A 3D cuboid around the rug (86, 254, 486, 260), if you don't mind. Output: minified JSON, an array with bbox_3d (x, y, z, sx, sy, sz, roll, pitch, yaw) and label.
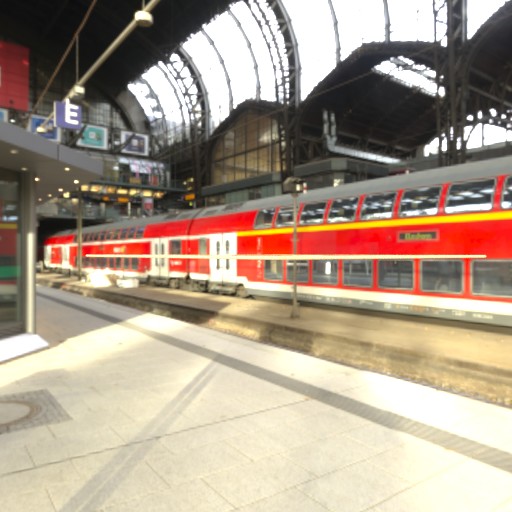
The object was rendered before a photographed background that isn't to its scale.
[{"bbox_3d":[0.000,0.000,2.924,1.526,0.014,2.290,0,0,-37],"label":"rug"}]
